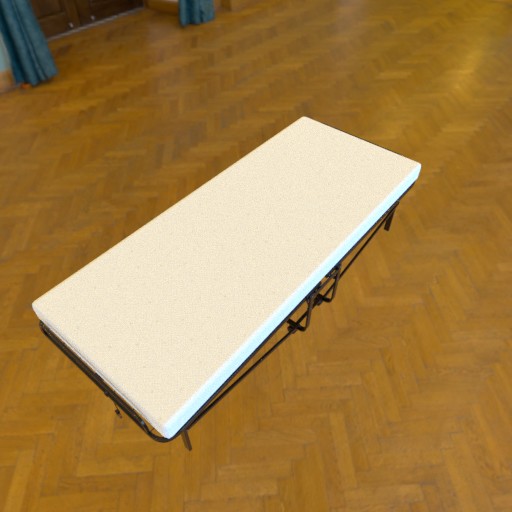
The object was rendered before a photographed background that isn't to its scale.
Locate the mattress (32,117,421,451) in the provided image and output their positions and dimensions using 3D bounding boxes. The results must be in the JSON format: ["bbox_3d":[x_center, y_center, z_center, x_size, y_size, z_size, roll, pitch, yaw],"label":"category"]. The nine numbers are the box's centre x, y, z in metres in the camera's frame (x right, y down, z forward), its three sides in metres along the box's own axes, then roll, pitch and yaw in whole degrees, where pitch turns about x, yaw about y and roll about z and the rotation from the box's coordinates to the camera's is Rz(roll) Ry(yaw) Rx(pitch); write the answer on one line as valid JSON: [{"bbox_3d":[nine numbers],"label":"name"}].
[{"bbox_3d":[0.000,0.000,2.502,0.922,0.519,2.153,31,55,26],"label":"mattress"}]
